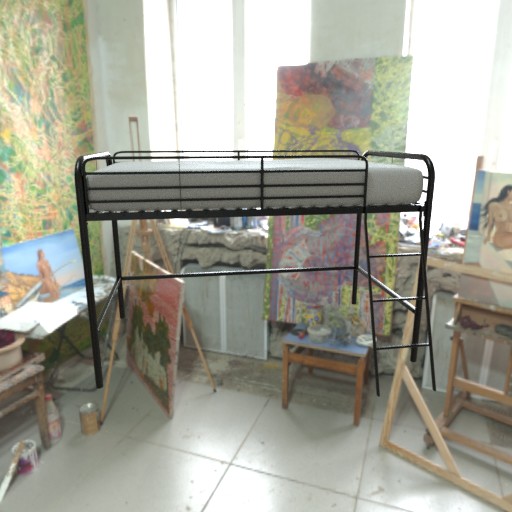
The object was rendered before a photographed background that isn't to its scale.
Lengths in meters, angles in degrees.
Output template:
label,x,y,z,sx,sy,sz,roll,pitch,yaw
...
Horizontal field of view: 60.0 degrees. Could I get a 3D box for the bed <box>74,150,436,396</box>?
label,x,y,z,sx,sy,sz,roll,pitch,yaw
bed,0.000,0.000,2.854,1.968,1.289,1.393,-2,15,-9
